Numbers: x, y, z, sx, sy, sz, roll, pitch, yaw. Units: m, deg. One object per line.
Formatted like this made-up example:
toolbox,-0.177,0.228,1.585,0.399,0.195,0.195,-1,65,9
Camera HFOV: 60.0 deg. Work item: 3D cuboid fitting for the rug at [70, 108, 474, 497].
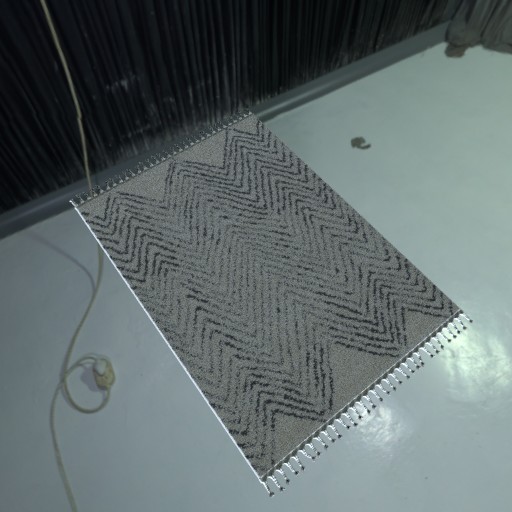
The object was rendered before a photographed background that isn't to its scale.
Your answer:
rug,0.000,0.000,2.281,1.230,0.014,1.847,-33,65,-18
